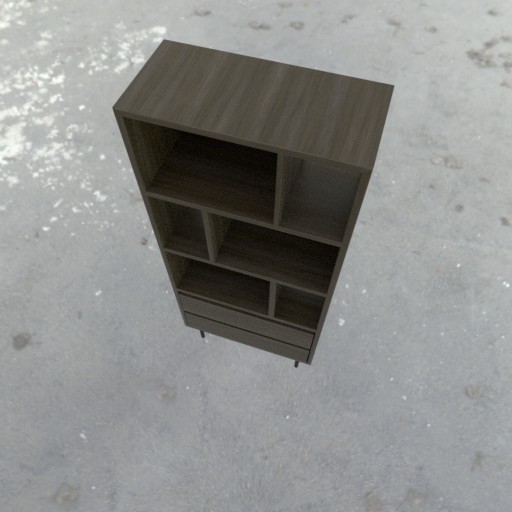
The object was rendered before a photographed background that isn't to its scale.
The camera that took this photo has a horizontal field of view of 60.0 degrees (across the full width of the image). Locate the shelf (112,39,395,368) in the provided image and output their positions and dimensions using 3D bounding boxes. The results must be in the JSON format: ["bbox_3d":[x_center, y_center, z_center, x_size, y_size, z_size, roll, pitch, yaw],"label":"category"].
[{"bbox_3d":[0.000,0.000,1.803,0.670,1.545,0.323,16,59,10],"label":"shelf"}]
